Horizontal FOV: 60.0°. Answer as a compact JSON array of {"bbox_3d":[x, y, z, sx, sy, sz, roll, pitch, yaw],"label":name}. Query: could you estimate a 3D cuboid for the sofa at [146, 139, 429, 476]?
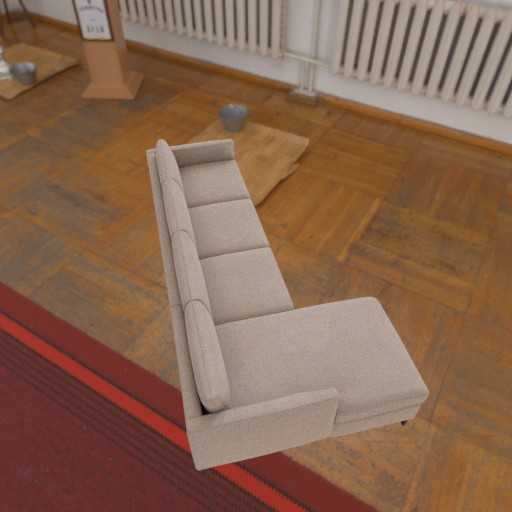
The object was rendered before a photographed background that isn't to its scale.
[{"bbox_3d":[0.000,0.000,3.580,1.469,0.816,2.923,-10,46,-10],"label":"sofa"}]
